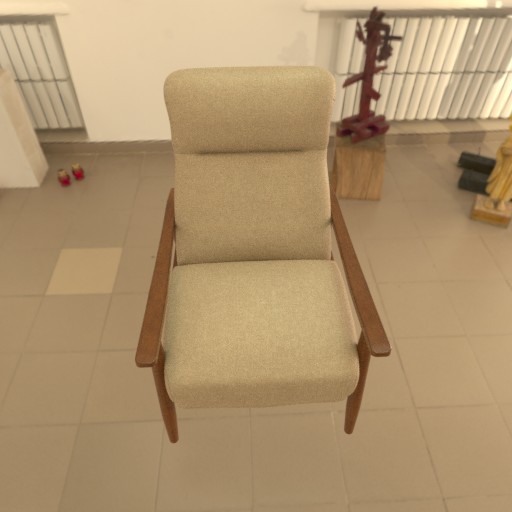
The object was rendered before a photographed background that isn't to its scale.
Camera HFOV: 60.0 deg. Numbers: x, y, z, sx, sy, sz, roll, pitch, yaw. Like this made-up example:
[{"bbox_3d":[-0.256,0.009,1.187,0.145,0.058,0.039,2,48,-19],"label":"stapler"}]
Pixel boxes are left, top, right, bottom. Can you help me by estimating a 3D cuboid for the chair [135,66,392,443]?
[{"bbox_3d":[0.000,0.000,1.725,0.762,1.082,1.030,-2,45,-2],"label":"chair"}]
